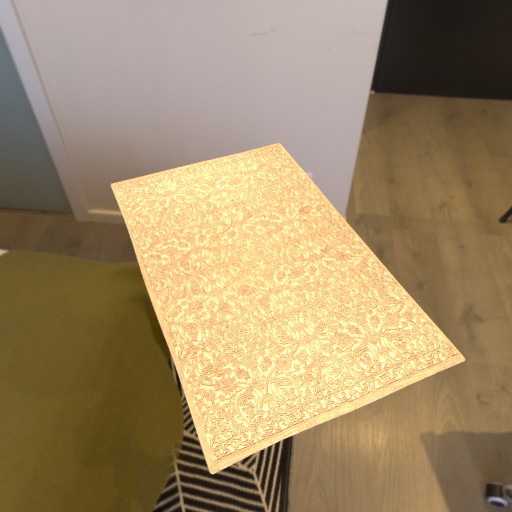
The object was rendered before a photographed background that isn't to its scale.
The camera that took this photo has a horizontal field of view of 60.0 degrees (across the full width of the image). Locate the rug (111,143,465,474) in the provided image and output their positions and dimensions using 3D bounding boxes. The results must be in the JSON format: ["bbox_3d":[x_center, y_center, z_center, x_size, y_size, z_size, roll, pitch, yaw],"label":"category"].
[{"bbox_3d":[0.000,0.000,3.060,1.529,0.012,2.435,-18,49,-16],"label":"rug"}]
